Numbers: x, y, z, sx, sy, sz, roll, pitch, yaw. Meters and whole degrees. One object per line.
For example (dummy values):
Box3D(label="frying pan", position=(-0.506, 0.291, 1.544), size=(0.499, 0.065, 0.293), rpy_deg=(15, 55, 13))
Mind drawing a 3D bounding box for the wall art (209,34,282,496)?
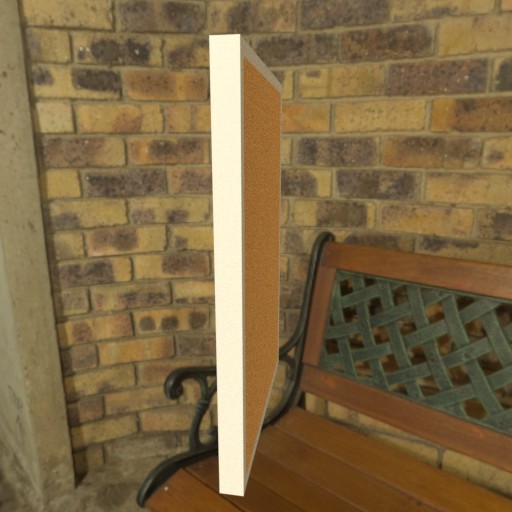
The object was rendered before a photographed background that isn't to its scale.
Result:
Box3D(label="wall art", position=(0.000, 0.000, 0.828), size=(0.038, 0.657, 0.450), rpy_deg=(2, 14, 9))
